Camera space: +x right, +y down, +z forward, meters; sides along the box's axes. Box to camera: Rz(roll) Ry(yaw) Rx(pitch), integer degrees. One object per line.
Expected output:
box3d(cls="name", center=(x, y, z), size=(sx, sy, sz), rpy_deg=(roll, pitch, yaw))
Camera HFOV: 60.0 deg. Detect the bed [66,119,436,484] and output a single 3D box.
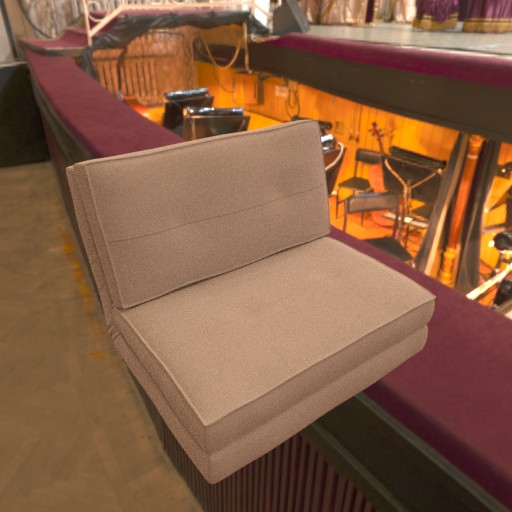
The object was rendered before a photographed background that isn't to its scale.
box3d(cls="bed", center=(0.000, 0.000, 1.284), size=(0.799, 0.614, 0.749), rpy_deg=(-20, 35, -31))
